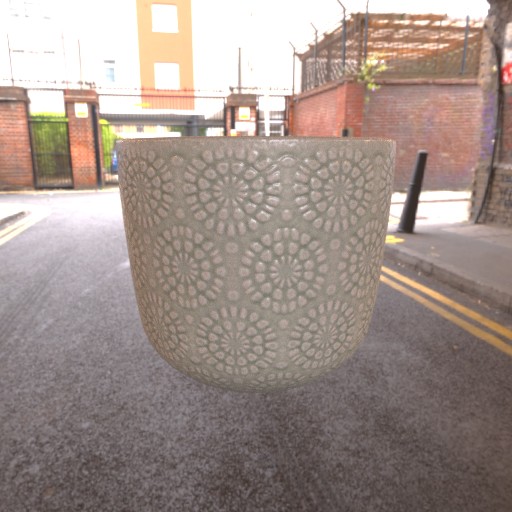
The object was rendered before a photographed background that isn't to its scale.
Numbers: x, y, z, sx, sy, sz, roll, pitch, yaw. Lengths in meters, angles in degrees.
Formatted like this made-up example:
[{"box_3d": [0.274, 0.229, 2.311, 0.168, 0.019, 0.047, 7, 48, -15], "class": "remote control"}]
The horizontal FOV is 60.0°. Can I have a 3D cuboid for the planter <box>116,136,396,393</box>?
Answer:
[{"box_3d": [0.000, 0.000, 0.216, 0.124, 0.109, 0.124, 0, 13, 0], "class": "planter"}]
